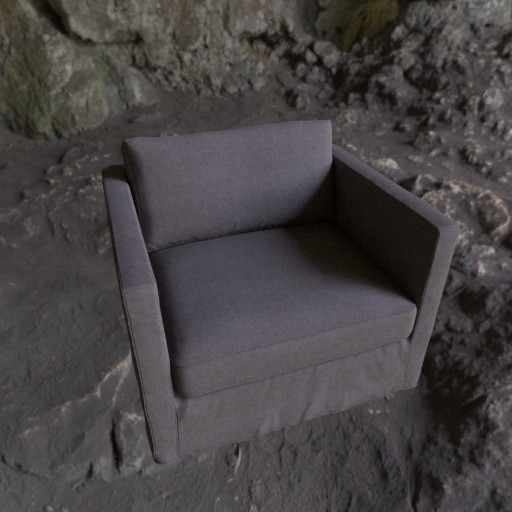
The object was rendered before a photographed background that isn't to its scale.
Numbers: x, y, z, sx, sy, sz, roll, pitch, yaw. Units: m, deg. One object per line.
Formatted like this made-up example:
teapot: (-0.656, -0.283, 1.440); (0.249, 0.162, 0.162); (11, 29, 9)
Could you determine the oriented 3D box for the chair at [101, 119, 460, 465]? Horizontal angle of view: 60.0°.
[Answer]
chair: (0.000, 0.000, 1.720); (1.057, 0.863, 0.949); (-11, 34, -16)
